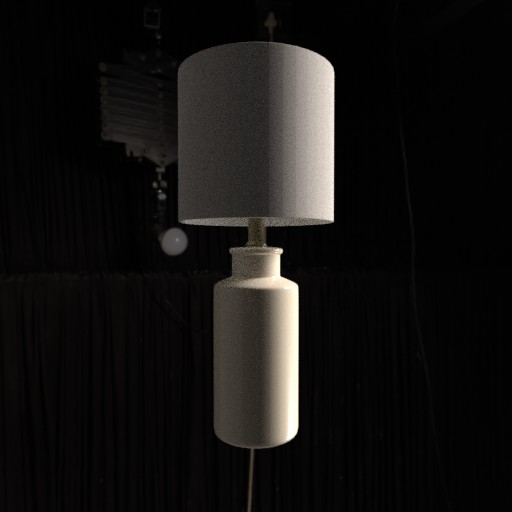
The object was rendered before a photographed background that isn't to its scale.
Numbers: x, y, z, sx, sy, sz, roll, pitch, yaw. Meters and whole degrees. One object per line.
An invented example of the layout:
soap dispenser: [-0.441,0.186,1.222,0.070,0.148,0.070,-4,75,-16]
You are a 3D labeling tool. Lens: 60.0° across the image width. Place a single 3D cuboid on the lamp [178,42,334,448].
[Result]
lamp: [0.000,0.000,0.616,0.212,0.493,0.212,0,1,-17]
